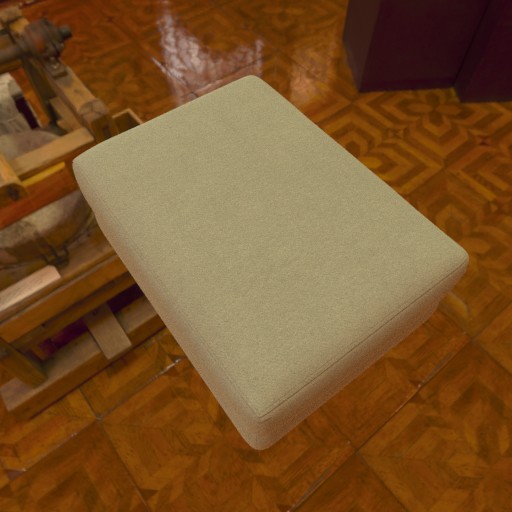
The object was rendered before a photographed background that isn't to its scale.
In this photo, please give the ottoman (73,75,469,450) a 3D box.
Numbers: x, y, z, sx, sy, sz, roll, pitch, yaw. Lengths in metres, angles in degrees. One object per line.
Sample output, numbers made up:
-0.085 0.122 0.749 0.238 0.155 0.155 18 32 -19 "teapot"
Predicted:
0.000 0.000 1.137 0.569 0.499 0.773 -32 63 -19 "ottoman"
